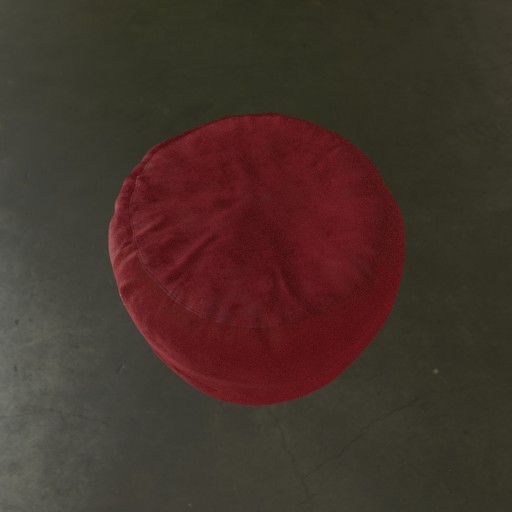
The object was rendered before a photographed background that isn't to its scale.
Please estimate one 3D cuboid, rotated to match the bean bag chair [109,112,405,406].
[{"bbox_3d":[0.000,0.000,1.985,1.219,0.762,1.219,0,59,0],"label":"bean bag chair"}]
